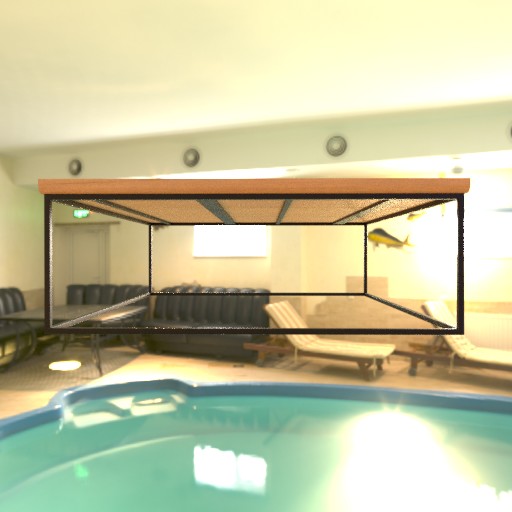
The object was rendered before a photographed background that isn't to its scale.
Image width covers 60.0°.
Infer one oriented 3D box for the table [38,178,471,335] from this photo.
[{"bbox_3d":[0.000,0.000,1.676,1.100,0.400,1.100,0,0,1],"label":"table"}]
